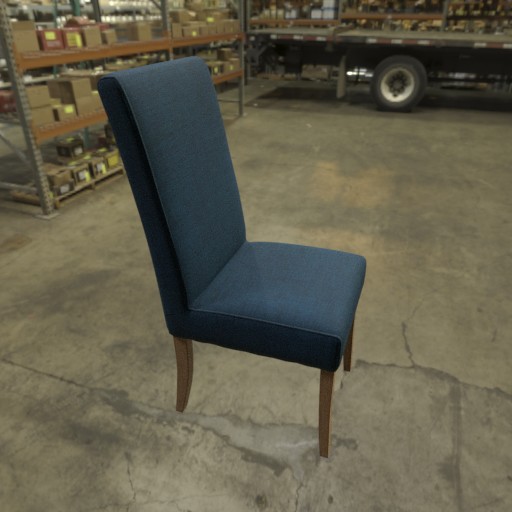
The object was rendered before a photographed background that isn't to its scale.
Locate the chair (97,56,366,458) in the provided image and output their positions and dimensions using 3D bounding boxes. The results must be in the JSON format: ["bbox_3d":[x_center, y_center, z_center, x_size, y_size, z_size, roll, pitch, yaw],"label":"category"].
[{"bbox_3d":[0.000,0.000,1.308,0.610,1.029,0.450,10,31,18],"label":"chair"}]
